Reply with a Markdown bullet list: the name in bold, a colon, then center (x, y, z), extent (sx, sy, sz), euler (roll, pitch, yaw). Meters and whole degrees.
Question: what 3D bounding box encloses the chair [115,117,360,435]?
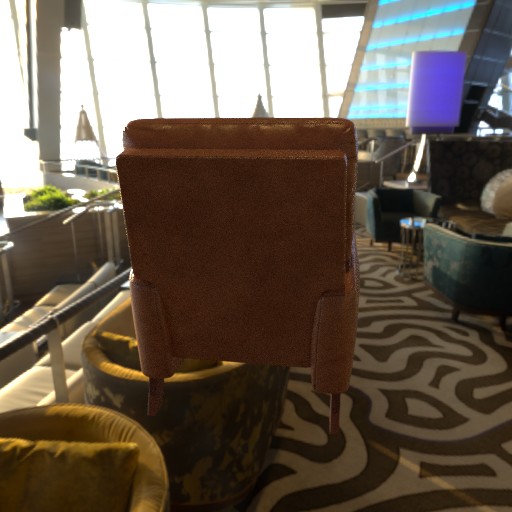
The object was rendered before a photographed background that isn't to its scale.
- **chair**: center (0.000, 0.000, 1.684), extent (0.762, 0.990, 0.990), euler (2, 16, 8)
